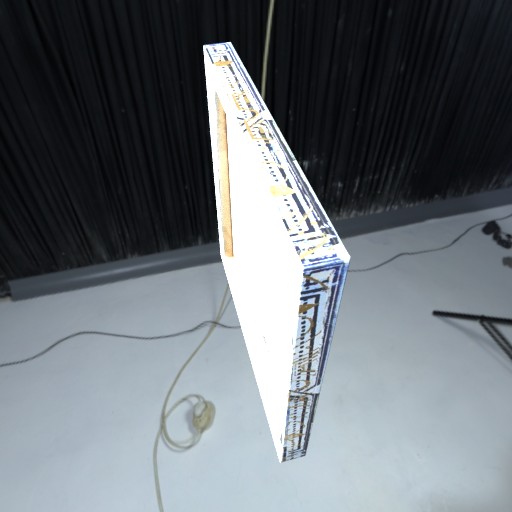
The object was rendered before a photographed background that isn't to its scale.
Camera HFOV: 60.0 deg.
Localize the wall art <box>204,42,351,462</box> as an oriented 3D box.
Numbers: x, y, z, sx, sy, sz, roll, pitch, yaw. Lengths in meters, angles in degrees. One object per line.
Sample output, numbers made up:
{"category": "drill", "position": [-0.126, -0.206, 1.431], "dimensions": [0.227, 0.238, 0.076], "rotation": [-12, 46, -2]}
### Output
{"category": "wall art", "position": [0.000, 0.000, 0.608], "dimensions": [0.038, 0.410, 0.411], "rotation": [-11, 48, -10]}
